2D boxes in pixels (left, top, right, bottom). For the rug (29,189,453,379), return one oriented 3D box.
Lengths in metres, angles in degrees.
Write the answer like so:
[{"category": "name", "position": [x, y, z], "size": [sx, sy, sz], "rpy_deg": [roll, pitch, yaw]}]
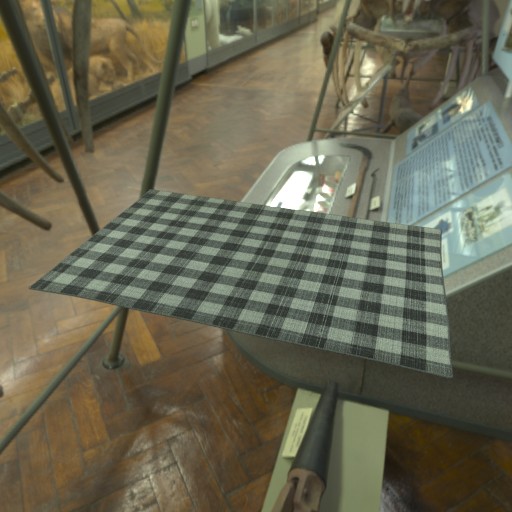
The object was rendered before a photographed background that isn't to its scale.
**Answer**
[{"category": "rug", "position": [0.000, 0.000, 3.055], "size": [2.476, 0.011, 1.554], "rpy_deg": [10, 34, 15]}]
